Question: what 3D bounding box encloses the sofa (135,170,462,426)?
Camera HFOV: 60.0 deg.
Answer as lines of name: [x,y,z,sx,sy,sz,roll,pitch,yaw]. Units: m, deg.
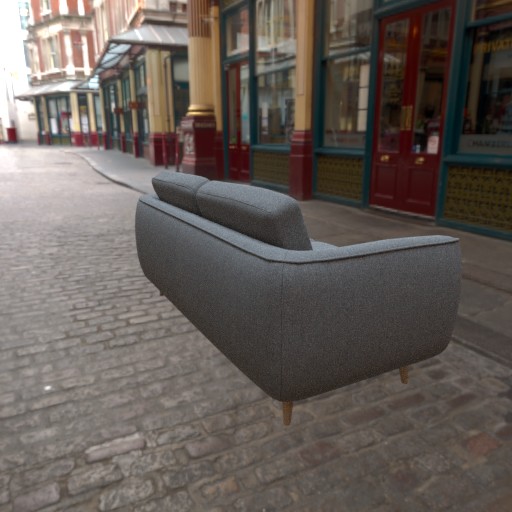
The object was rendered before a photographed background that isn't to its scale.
sofa: [0.000,0.000,2.431,0.920,0.870,2.000,-8,17,-27]
